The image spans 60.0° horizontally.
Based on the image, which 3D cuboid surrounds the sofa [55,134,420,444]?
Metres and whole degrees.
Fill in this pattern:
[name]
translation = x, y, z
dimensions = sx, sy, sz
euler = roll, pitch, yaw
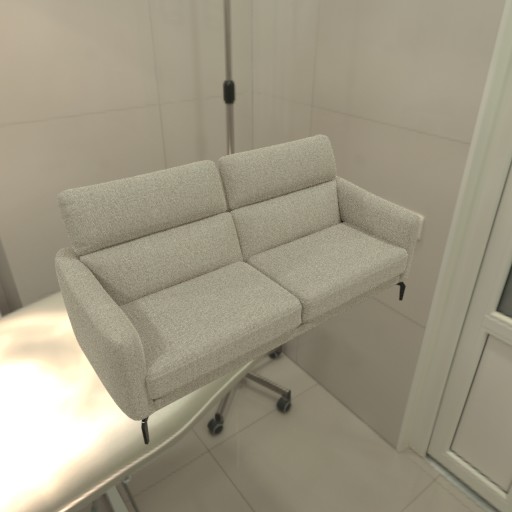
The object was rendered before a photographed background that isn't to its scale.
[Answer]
[sofa]
translation = 0.000, 0.000, 2.524
dimensions = 2.015, 0.956, 0.856
euler = -21, 36, -31
